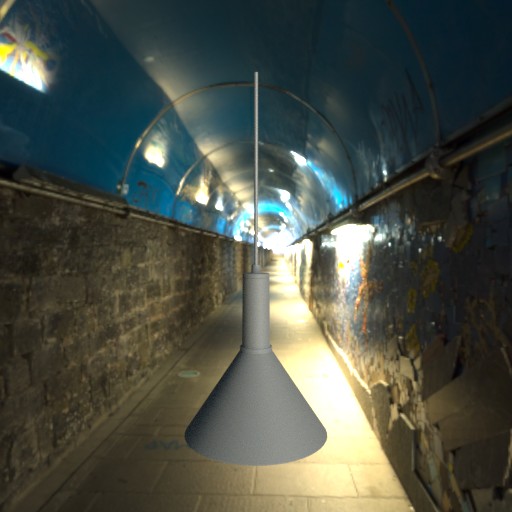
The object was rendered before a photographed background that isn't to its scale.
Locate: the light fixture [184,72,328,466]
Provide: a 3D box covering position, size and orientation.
[{"bbox_3d":[0.000,0.000,0.831,0.267,0.683,0.267,0,1,19],"label":"light fixture"}]
